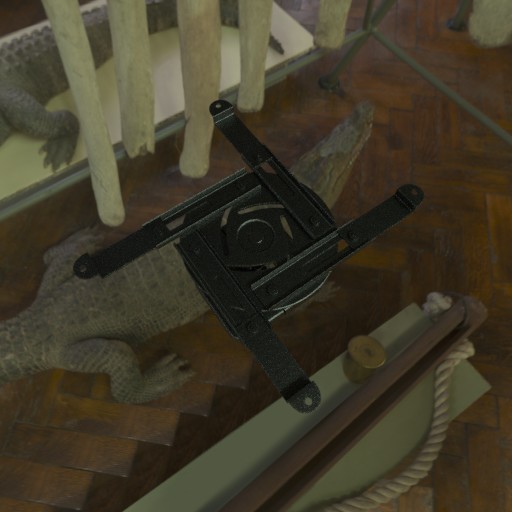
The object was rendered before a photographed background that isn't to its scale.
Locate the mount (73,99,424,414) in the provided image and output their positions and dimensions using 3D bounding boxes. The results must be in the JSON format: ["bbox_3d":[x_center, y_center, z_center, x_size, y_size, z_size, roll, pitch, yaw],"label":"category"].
[{"bbox_3d":[0.000,0.000,0.578,0.394,0.141,0.394,-32,68,-15],"label":"mount"}]
